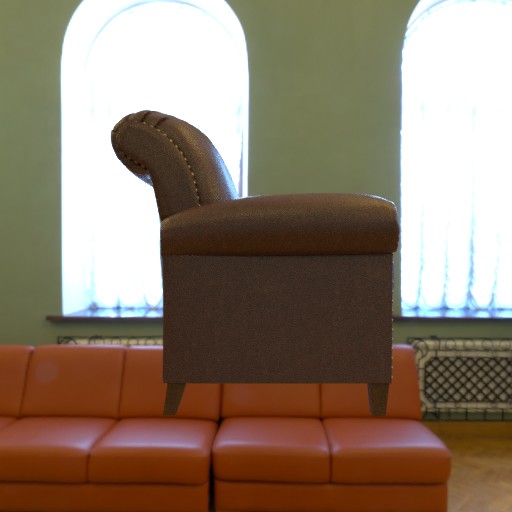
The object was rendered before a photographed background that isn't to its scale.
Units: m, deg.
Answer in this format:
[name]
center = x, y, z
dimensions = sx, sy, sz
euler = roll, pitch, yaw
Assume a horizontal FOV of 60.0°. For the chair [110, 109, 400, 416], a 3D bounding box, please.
[chair]
center = 0.000, 0.000, 1.636
dimensions = 0.890, 0.927, 0.854
euler = 0, 1, 0
